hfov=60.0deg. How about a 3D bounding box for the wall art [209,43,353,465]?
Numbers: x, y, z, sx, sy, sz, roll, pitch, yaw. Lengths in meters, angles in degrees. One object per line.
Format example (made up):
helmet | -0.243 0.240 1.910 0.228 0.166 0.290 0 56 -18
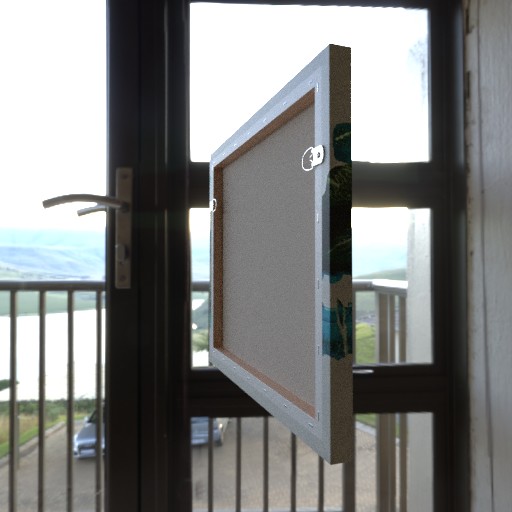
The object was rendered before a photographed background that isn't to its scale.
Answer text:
wall art | 0.000 0.000 0.978 0.043 0.610 0.711 0 -1 -20
